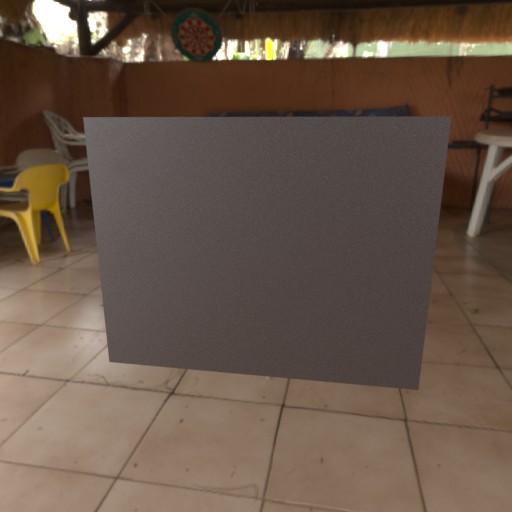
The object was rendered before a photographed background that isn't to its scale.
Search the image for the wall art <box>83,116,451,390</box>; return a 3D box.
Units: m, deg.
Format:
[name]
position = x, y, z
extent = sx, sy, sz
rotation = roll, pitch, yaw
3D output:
[wall art]
position = 0.000, 0.000, 1.591
extent = 1.207, 0.952, 0.034
rotation = 3, 17, 9
